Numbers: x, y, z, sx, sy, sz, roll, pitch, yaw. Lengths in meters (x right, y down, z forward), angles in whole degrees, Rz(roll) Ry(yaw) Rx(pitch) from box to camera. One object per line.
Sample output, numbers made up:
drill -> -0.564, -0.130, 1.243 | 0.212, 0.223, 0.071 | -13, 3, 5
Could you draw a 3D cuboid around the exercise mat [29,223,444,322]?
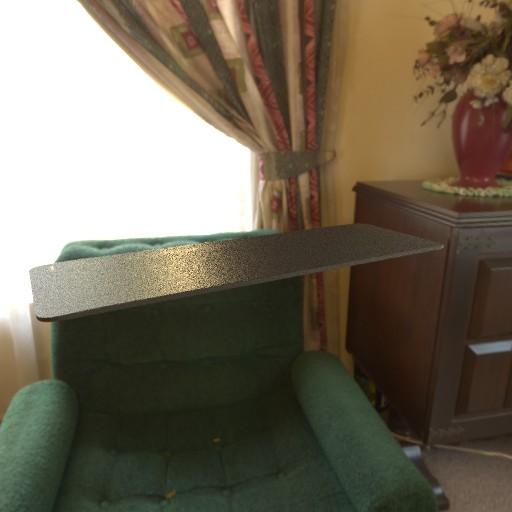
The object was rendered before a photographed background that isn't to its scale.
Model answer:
exercise mat -> 0.000, 0.000, 2.044 | 1.869, 0.021, 0.616 | -9, 18, -28
